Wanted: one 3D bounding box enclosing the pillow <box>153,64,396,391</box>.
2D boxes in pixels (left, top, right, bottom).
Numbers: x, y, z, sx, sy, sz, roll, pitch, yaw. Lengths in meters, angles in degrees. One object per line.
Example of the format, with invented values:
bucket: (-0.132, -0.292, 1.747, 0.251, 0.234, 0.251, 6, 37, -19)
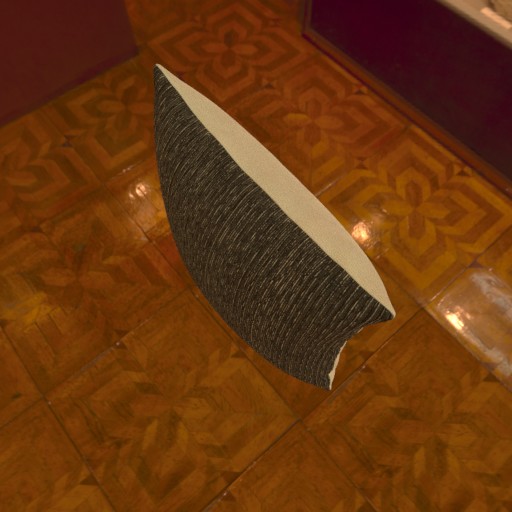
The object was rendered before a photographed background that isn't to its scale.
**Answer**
pillow: (0.000, 0.000, 0.690, 0.196, 0.434, 0.433, -35, 69, -16)
